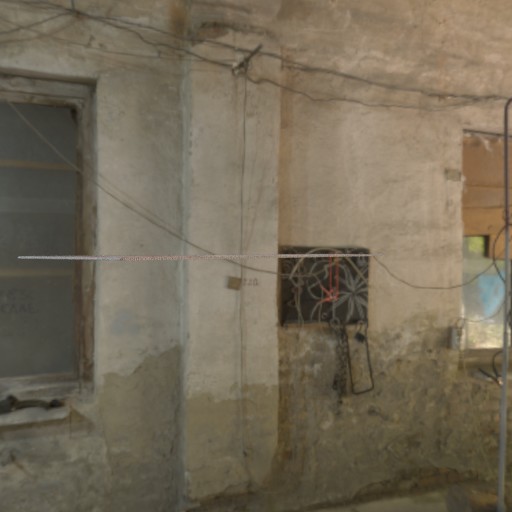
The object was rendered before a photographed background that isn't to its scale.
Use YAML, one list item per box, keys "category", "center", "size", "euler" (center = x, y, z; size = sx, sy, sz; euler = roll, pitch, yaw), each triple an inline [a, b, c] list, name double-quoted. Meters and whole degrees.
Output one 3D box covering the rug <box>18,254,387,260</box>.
- category: "rug"
  center: [0.000, 0.000, 2.483]
  size: [0.666, 0.011, 2.294]
  euler: [0, 1, 37]
